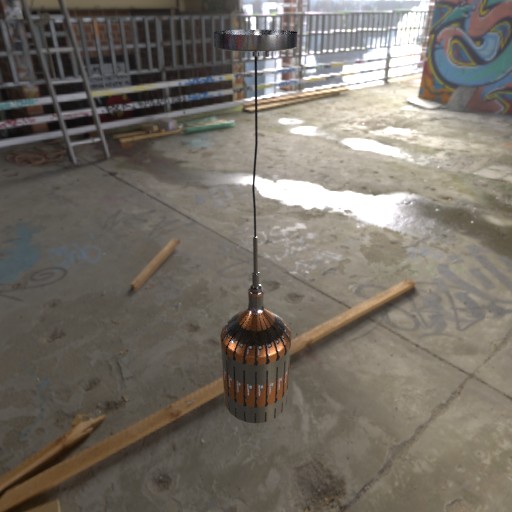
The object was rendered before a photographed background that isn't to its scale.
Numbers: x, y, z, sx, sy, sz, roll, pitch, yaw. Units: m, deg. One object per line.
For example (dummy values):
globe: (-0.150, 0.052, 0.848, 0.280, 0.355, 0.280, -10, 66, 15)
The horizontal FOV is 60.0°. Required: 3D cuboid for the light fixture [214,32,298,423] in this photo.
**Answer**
light fixture: (0.000, 0.000, 1.699, 0.303, 1.535, 0.303, 0, 30, 0)
